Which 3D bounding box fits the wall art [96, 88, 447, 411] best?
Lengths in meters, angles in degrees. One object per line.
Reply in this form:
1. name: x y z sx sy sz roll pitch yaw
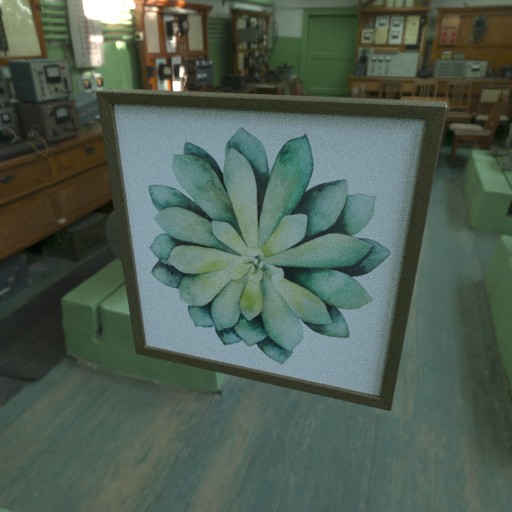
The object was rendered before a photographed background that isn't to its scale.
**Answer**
1. wall art: 0.000 0.000 0.740 0.503 0.506 0.040 8 28 16
